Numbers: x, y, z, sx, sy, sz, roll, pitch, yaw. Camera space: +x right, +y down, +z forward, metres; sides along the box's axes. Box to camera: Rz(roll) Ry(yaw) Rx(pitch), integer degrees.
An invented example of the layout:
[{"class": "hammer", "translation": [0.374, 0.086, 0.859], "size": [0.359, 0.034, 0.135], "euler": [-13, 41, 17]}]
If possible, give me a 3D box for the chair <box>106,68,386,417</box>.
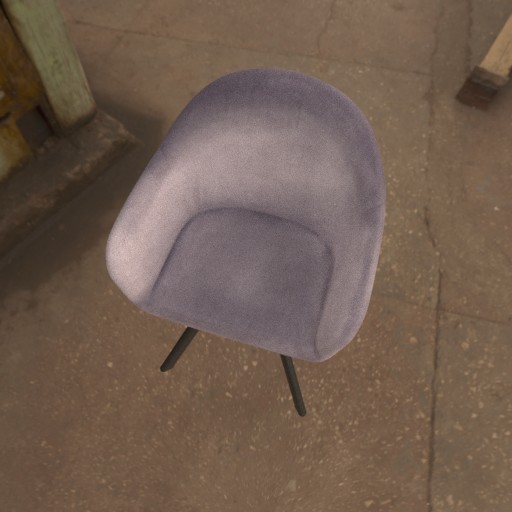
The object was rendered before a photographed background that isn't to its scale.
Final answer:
[{"class": "chair", "translation": [0.000, 0.000, 1.174], "size": [0.570, 0.780, 0.540], "euler": [15, 59, 9]}]
